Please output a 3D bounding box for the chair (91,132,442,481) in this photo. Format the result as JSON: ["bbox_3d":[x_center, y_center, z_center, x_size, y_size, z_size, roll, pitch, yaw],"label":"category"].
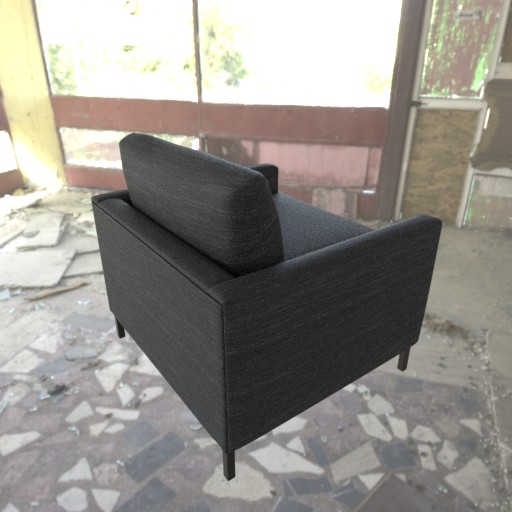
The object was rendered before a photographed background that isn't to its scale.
[{"bbox_3d":[0.000,0.000,1.630,0.866,0.861,0.963,-18,31,-32],"label":"chair"}]
